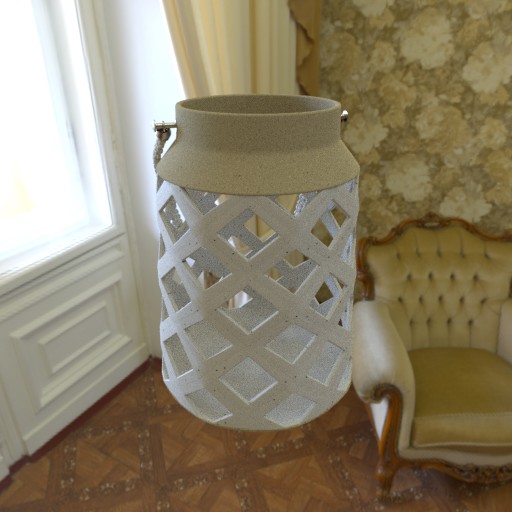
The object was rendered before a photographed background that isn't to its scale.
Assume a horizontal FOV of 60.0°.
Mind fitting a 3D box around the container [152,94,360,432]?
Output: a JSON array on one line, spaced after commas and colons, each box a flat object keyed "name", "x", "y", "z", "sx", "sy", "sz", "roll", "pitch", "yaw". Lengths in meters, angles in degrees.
[{"name": "container", "x": 0.000, "y": 0.000, "z": 0.346, "sx": 0.163, "sy": 0.229, "sz": 0.172, "roll": -8, "pitch": 27, "yaw": -16}]
